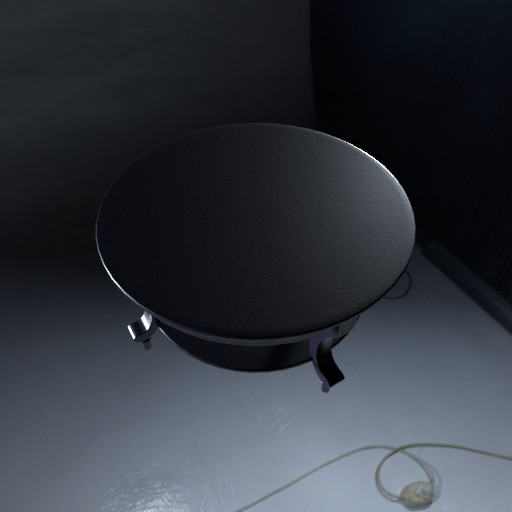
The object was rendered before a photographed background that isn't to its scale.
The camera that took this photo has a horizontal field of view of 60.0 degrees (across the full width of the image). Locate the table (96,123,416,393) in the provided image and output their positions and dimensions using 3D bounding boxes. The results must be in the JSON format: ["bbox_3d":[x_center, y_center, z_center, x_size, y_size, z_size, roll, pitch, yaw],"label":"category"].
[{"bbox_3d":[0.000,0.000,1.637,1.029,0.491,1.029,0,47,0],"label":"table"}]
